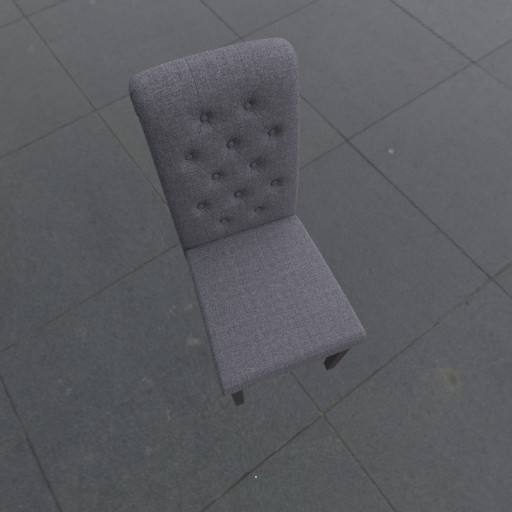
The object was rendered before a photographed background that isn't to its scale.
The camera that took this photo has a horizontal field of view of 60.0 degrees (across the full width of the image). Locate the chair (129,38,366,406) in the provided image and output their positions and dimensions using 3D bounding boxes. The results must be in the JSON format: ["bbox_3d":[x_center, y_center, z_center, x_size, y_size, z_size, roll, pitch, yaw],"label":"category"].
[{"bbox_3d":[0.000,0.000,1.355,0.456,1.006,0.671,-19,65,-9],"label":"chair"}]
